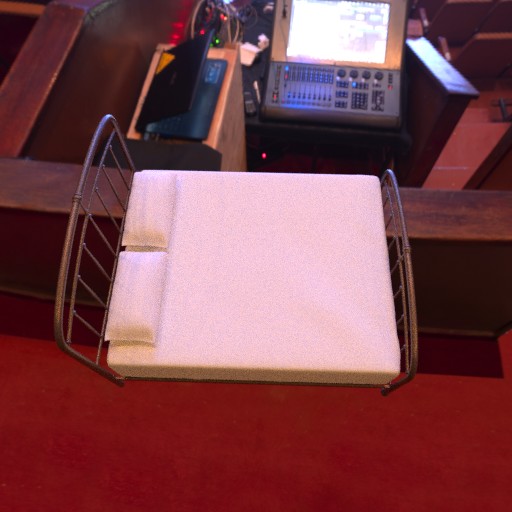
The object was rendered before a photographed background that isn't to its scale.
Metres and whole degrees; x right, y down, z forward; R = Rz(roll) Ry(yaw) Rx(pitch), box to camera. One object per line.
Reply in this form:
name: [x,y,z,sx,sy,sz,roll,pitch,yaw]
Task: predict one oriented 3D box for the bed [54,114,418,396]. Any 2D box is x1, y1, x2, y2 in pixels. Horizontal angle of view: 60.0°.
bed: [0.000,0.000,3.240,2.168,1.475,1.711,2,64,1]
